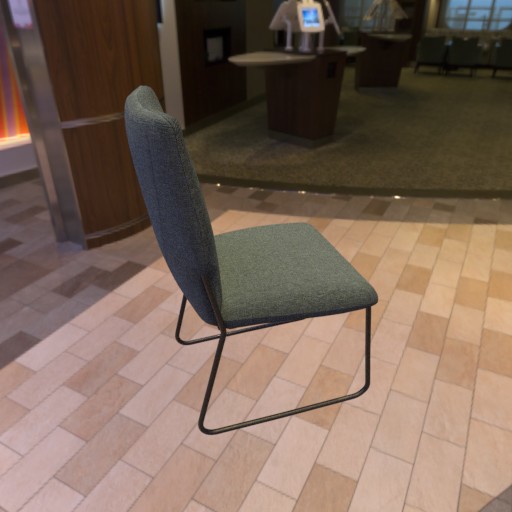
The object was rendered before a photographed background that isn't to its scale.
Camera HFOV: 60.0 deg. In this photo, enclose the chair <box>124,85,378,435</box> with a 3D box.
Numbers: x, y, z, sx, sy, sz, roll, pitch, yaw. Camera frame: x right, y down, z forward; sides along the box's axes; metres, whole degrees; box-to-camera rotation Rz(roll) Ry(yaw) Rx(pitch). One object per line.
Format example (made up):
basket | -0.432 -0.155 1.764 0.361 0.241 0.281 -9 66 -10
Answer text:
chair | 0.000 0.000 1.316 0.635 0.931 0.480 -9 31 -16
